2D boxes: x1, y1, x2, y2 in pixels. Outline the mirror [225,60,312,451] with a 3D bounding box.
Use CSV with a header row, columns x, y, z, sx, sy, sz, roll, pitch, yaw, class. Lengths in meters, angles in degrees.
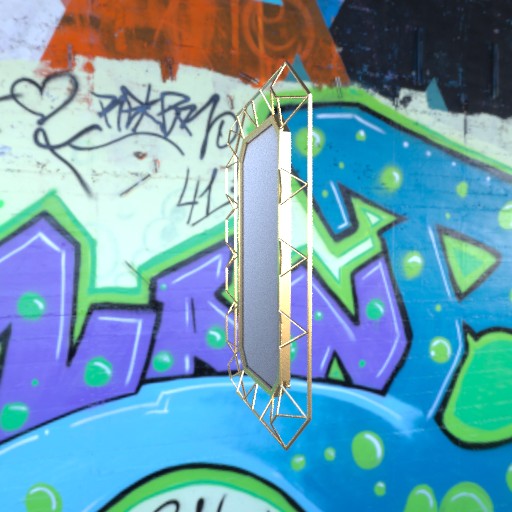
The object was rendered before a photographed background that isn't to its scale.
x,y,z,sx,sy,sz,roll,pitch,yaw,class
0.000,0.000,1.133,0.051,0.870,0.572,0,1,-18,mirror
